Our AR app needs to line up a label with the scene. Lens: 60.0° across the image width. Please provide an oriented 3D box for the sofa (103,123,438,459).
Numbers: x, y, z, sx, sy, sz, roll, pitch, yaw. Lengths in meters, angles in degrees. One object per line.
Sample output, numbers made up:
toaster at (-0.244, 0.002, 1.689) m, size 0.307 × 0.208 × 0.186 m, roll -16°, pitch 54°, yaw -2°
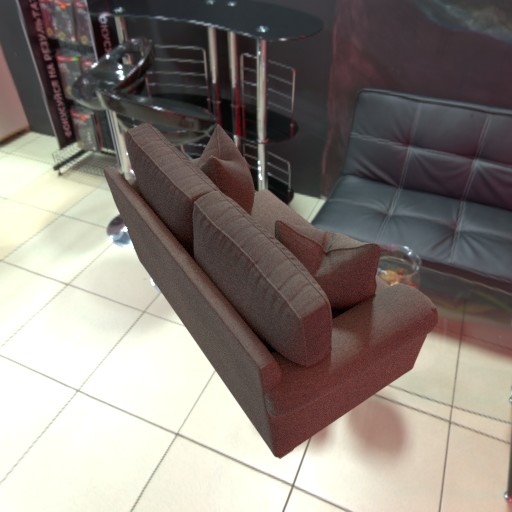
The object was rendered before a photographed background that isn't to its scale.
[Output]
sofa at (0.000, 0.000, 2.278) m, size 0.966 × 0.966 × 1.701 m, roll -23°, pitch 46°, yaw -25°
